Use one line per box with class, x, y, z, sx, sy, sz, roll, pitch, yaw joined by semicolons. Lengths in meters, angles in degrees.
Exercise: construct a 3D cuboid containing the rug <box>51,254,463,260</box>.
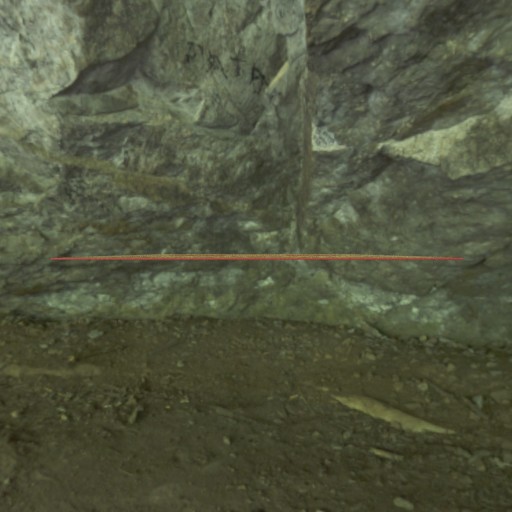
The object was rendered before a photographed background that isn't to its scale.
rug;0.000;0.000;4.089;2.387;0.013;3.053;0;1;0
